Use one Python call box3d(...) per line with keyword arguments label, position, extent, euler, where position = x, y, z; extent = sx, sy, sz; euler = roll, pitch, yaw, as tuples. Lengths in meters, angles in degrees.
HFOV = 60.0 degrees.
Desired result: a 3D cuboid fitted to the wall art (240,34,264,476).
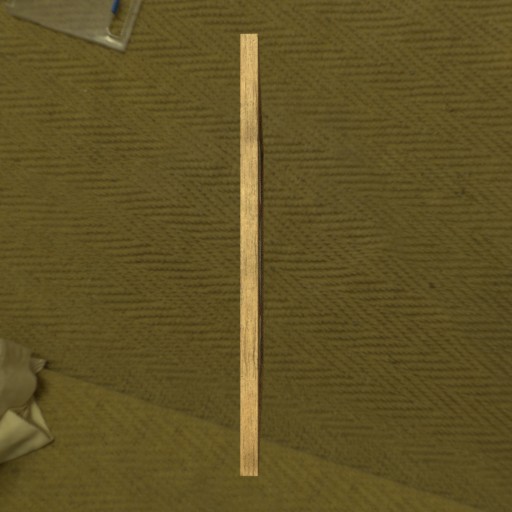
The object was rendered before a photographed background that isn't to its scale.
box3d(label="wall art", position=(0.000, 0.000, 1.042), extent=(0.029, 0.691, 0.695), euler=(0, 89, 2))
